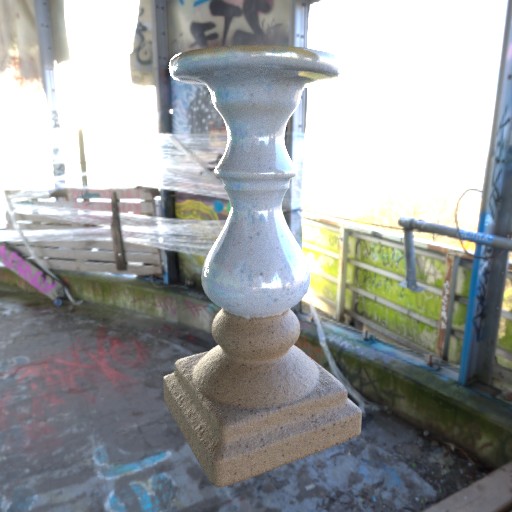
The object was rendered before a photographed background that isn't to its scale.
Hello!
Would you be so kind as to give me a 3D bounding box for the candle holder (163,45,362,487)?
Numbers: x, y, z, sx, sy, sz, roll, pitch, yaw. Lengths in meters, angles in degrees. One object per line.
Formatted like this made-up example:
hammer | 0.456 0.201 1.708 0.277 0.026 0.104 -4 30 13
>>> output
candle holder | 0.000 0.000 0.294 0.110 0.239 0.110 -7 16 -26
